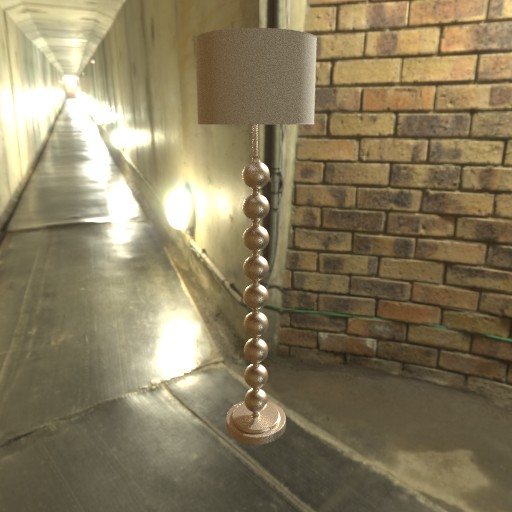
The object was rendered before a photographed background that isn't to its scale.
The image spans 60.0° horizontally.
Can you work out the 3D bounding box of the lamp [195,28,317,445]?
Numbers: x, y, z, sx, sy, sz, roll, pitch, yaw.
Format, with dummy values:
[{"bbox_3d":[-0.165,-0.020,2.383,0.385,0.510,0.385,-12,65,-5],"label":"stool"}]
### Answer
[{"bbox_3d":[0.000,0.000,1.647,0.394,1.474,0.394,3,17,10],"label":"lamp"}]
